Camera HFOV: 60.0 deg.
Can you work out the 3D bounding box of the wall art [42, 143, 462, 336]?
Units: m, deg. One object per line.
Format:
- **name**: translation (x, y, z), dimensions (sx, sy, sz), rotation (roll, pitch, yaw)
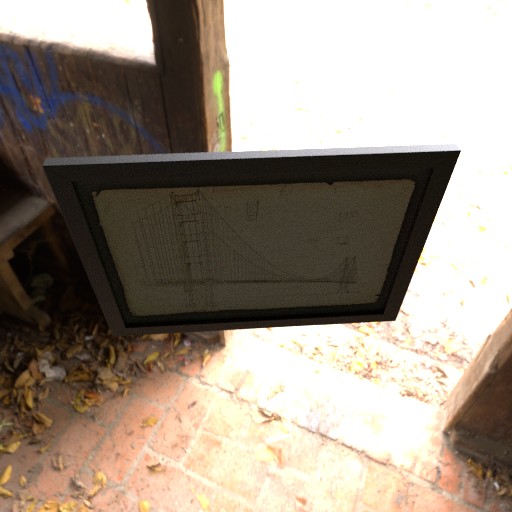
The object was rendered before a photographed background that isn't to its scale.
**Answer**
- **wall art**: translation (0.000, 0.000, 0.571), dimensions (0.432, 0.306, 0.016), rotation (-3, 46, -3)
